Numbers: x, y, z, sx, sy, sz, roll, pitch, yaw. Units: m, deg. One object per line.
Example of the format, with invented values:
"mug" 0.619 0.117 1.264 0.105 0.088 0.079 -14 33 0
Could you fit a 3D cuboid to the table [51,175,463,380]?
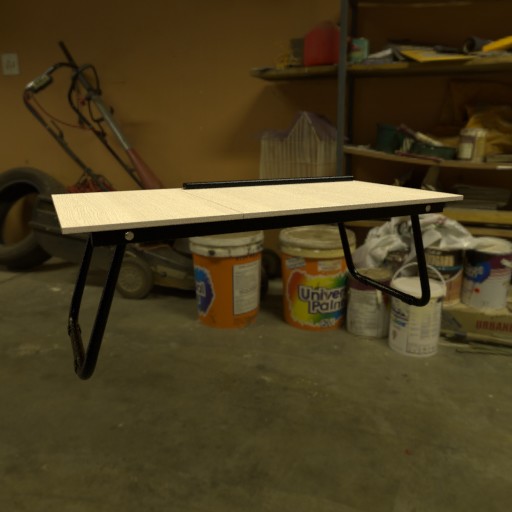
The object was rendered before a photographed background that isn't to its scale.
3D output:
"table" 0.000 0.000 0.800 0.644 0.242 0.322 -7 17 -25
